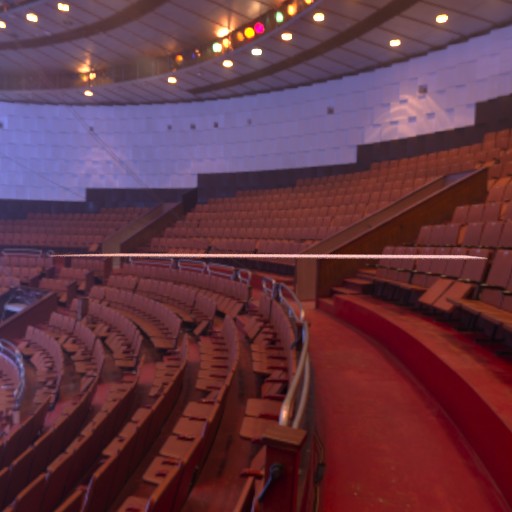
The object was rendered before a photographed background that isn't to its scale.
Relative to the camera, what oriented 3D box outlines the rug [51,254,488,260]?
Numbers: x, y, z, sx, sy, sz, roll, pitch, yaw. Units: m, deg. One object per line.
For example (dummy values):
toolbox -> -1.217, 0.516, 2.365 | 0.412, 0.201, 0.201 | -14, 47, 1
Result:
rug -> 0.000, 0.000, 2.539 | 2.277, 0.008, 0.676 | 0, 1, 17
